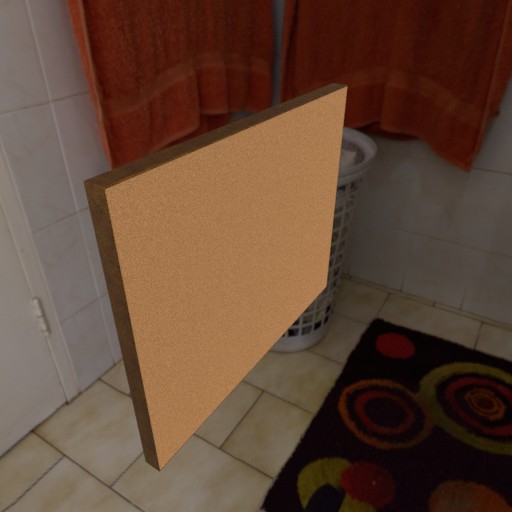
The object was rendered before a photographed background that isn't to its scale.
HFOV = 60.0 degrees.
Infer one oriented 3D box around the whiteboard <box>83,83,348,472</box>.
[{"bbox_3d":[0.000,0.000,0.744,0.029,0.457,0.561,20,37,28],"label":"whiteboard"}]
